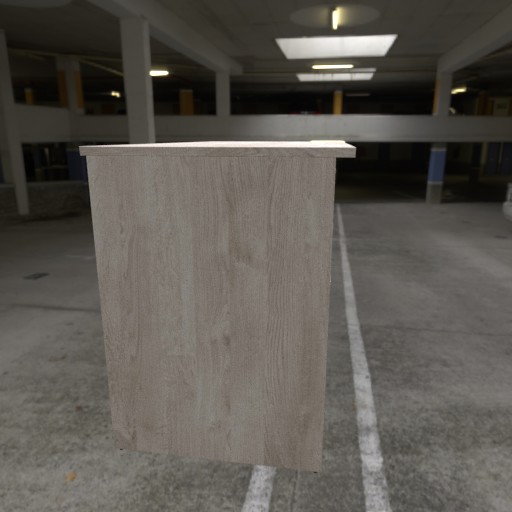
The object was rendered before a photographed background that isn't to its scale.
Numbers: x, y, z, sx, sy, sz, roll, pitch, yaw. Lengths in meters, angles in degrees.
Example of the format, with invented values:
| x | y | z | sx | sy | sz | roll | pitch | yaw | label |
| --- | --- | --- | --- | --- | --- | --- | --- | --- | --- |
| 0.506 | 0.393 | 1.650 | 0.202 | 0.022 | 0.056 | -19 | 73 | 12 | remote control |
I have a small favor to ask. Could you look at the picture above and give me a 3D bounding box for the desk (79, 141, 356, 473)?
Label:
| x | y | z | sx | sy | sz | roll | pitch | yaw | label |
| --- | --- | --- | --- | --- | --- | --- | --- | --- | --- |
| 0.000 | 0.000 | 1.490 | 0.560 | 0.735 | 1.097 | 2 | 15 | 9 | desk |
